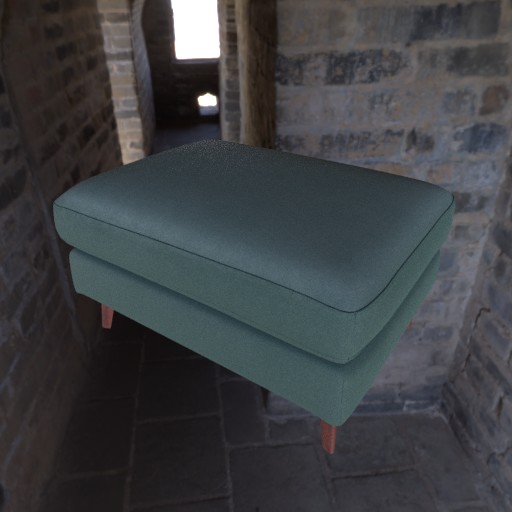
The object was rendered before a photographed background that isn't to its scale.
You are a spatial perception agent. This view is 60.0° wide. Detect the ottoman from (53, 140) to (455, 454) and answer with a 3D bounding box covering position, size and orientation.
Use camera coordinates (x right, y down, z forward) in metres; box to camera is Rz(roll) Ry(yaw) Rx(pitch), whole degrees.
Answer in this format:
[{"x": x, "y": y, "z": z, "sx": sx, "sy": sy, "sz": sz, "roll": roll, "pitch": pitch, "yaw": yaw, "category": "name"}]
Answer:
[{"x": 0.000, "y": 0.000, "z": 1.131, "sx": 0.811, "sy": 0.449, "sz": 0.608, "roll": 19, "pitch": 35, "yaw": 30, "category": "ottoman"}]
